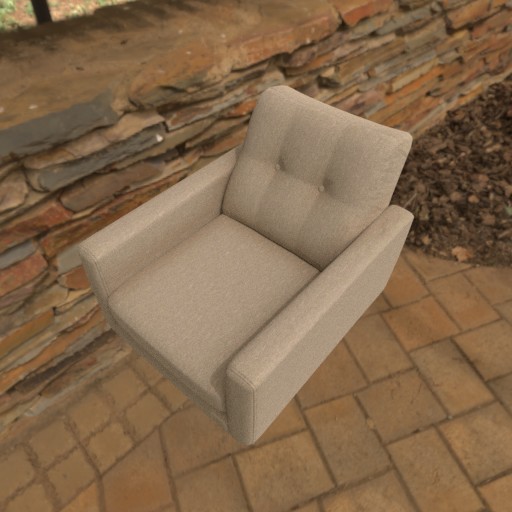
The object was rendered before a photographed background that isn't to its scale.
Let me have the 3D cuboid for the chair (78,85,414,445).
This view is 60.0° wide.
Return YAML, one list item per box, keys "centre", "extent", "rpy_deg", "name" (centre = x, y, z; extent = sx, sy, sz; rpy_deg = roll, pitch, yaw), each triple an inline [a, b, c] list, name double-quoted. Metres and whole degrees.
- centre: [0.000, 0.000, 1.864]
  extent: [0.897, 0.965, 1.128]
  rpy_deg: [32, 55, 27]
  name: "chair"
